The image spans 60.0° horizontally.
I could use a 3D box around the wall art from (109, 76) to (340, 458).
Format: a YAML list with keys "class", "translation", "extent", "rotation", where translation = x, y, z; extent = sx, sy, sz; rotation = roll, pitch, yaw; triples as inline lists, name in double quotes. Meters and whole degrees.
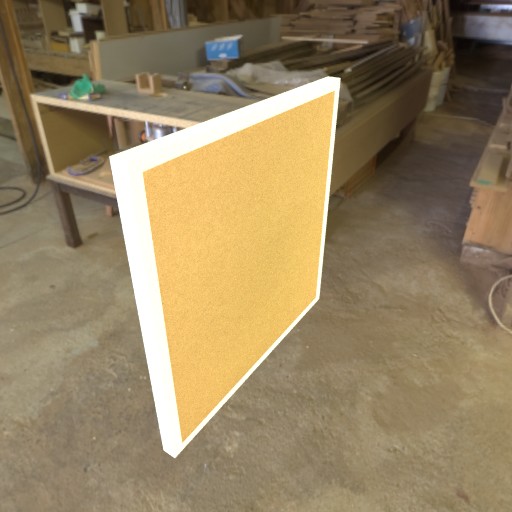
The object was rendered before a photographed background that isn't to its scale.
- class: "wall art"
  translation: [0.000, 0.000, 1.157]
  extent: [0.038, 0.761, 0.763]
  rotation: [20, 38, 28]
